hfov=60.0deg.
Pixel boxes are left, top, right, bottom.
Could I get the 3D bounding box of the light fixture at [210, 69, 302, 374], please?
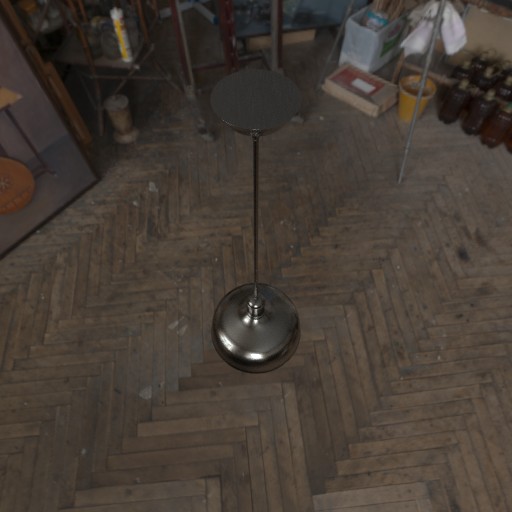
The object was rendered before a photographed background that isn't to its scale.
[{"bbox_3d":[0.000,0.000,1.088,0.299,0.935,0.299,0,58,0],"label":"light fixture"}]
